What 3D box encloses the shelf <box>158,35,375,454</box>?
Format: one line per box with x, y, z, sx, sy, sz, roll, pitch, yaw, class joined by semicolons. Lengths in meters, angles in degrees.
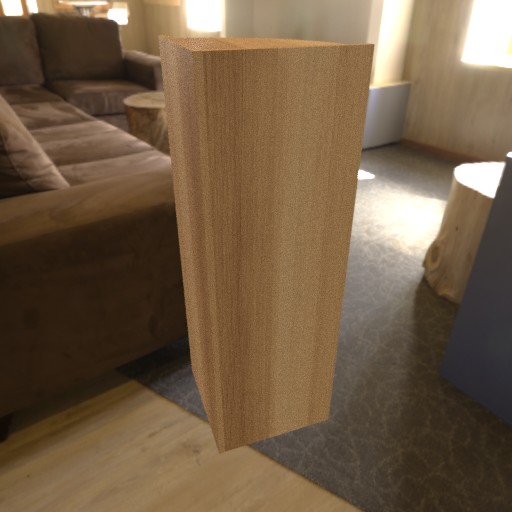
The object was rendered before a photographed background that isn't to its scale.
0.000;0.000;0.989;0.290;0.872;0.290;-10;32;-17;shelf
